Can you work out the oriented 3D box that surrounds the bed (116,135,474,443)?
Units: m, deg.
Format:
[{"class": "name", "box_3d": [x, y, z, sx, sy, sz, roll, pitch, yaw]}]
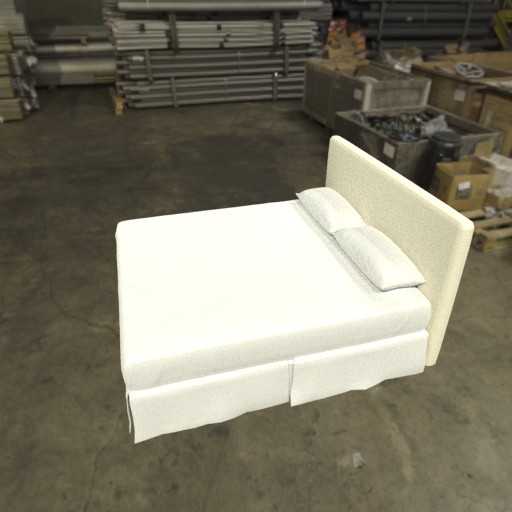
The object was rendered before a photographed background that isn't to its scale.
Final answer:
[{"class": "bed", "box_3d": [0.000, 0.000, 3.695, 2.341, 1.317, 2.119, -8, 32, -14]}]
